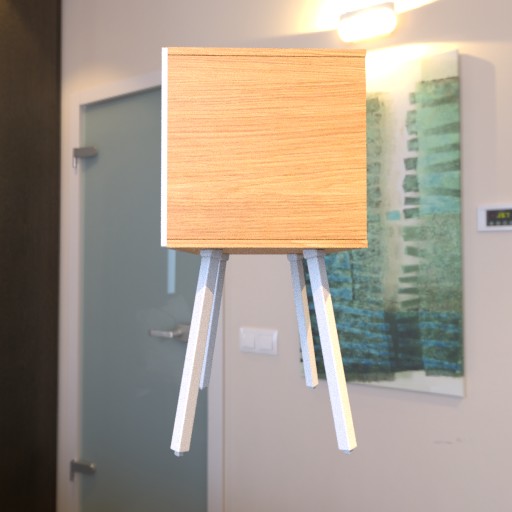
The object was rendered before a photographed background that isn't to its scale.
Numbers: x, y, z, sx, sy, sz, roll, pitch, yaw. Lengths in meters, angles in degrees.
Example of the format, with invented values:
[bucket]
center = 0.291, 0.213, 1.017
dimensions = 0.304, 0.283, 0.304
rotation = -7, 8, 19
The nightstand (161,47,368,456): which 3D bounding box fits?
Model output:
[nightstand]
center = 0.000, 0.000, 0.843
dimensions = 0.316, 0.601, 0.400
rotation = 0, -1, -1
